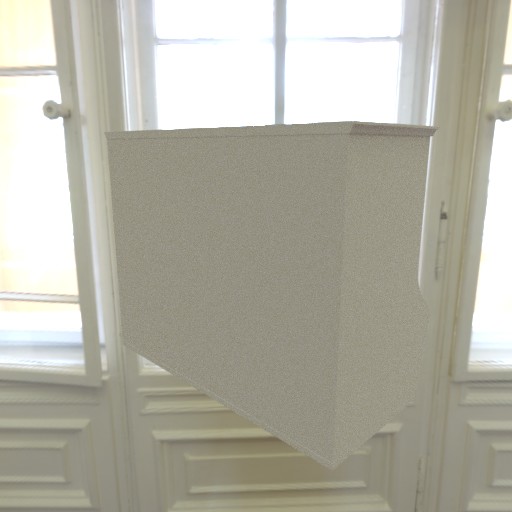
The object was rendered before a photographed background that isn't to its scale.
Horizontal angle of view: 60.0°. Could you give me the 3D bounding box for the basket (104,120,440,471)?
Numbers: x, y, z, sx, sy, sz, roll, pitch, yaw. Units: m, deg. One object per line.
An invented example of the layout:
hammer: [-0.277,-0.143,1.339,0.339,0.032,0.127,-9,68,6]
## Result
basket: [0.000,0.000,1.144,0.792,0.625,0.376,13,19,43]
